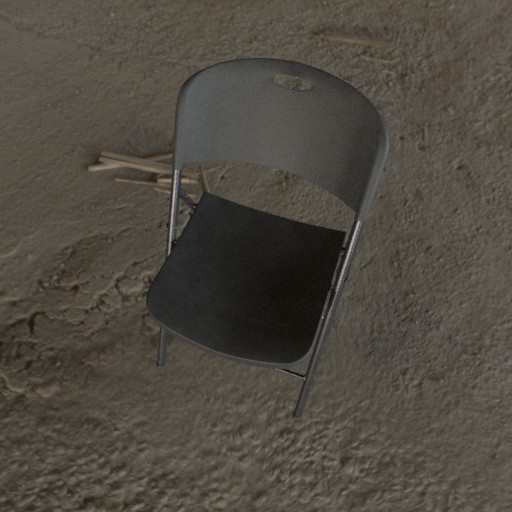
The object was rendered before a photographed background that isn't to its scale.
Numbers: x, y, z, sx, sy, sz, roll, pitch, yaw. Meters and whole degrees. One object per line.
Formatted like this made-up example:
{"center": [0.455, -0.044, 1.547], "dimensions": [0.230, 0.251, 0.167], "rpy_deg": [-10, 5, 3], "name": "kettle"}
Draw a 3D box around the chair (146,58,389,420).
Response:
{"center": [0.000, 0.000, 1.189], "dimensions": [0.494, 0.810, 0.567], "rpy_deg": [17, 60, 10], "name": "chair"}
